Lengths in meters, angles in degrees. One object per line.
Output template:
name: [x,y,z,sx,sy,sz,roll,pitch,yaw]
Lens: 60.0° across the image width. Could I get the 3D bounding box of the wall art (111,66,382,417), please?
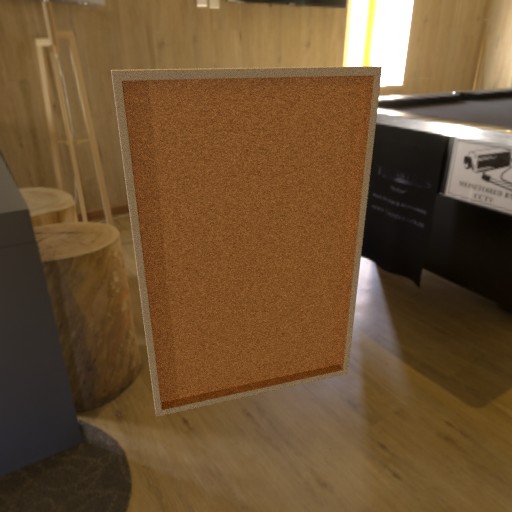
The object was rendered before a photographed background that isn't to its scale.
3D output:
wall art: [0.000,0.000,1.171,0.610,0.914,0.038,-8,27,-16]
